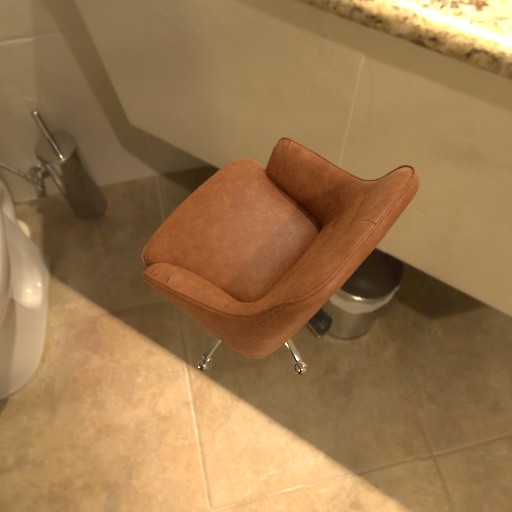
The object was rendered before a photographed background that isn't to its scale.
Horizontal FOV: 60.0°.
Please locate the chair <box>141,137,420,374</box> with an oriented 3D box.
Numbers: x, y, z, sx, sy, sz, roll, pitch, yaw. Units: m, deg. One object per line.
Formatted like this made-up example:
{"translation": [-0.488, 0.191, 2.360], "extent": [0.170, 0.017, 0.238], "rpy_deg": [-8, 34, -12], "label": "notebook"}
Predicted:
{"translation": [0.000, 0.000, 1.331], "extent": [0.615, 0.909, 0.628], "rpy_deg": [37, 68, 17], "label": "chair"}
